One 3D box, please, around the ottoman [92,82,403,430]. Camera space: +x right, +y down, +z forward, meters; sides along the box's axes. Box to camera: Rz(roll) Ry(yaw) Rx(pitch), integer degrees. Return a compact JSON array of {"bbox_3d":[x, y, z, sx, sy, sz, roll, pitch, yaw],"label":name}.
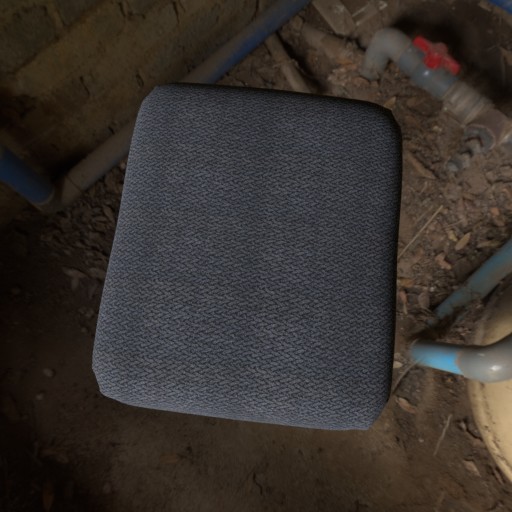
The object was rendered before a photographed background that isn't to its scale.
[{"bbox_3d":[0.000,0.000,1.104,0.622,0.450,0.747,6,77,1],"label":"ottoman"}]
